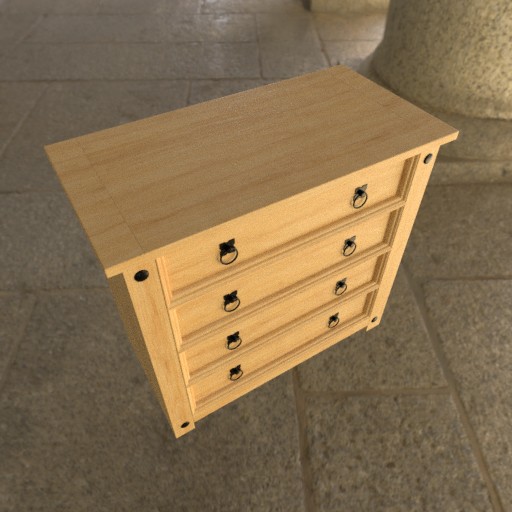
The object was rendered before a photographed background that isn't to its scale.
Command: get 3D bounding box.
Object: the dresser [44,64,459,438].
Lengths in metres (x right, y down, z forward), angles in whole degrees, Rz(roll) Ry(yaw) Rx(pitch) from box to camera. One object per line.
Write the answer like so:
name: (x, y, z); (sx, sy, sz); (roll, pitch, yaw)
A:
dresser: (0.000, 0.000, 1.218); (0.800, 0.730, 0.410); (-23, 50, -21)
